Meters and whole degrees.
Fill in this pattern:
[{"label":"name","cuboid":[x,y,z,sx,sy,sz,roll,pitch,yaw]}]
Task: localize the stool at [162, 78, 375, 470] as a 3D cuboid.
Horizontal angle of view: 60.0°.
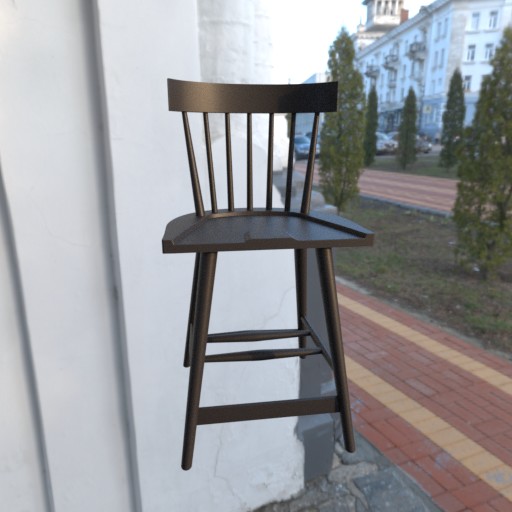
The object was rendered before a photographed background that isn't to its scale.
[{"label":"stool","cuboid":[0.000,0.000,1.279,0.494,0.953,0.549,-2,16,-8]}]
